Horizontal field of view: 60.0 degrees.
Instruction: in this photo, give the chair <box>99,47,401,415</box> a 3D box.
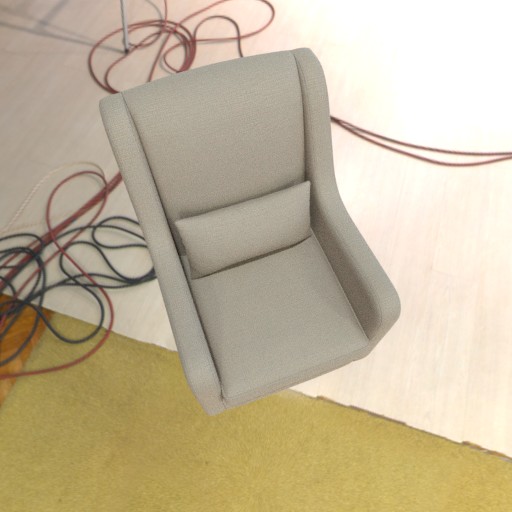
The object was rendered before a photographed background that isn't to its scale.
[{"bbox_3d":[0.000,0.000,1.630,0.715,1.017,0.896,-18,64,-9],"label":"chair"}]
